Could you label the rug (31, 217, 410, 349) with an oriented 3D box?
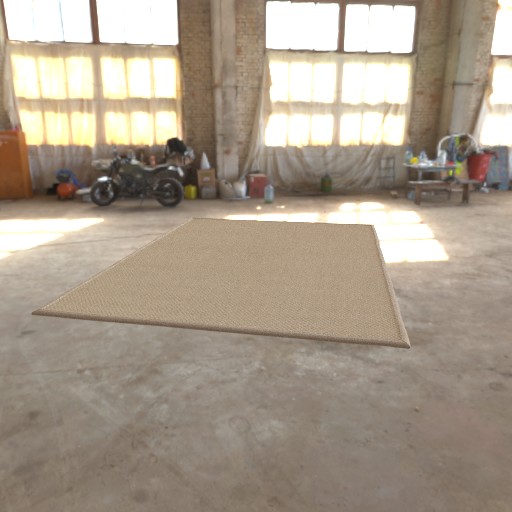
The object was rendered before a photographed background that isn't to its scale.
[{"bbox_3d":[0.000,0.000,2.685,1.525,0.020,2.081,3,17,10],"label":"rug"}]
